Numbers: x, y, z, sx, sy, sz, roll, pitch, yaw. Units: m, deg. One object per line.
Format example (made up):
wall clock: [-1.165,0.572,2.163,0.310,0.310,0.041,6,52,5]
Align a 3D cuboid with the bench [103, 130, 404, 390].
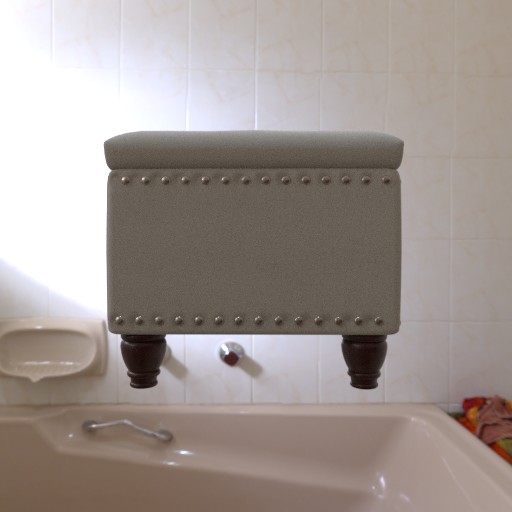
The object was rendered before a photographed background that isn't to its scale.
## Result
bench: [0.000,0.000,1.172,0.500,0.449,0.887,0,1,1]
